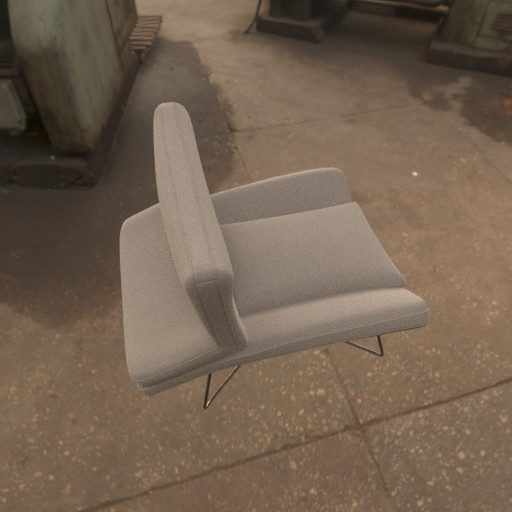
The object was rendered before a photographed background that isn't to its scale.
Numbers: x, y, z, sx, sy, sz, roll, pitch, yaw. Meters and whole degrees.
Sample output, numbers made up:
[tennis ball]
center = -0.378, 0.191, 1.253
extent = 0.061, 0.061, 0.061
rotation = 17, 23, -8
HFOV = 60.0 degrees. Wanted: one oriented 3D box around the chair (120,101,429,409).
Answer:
[chair]
center = 0.000, 0.000, 1.636
extent = 1.008, 0.855, 0.859
rotation = -10, 48, -9
